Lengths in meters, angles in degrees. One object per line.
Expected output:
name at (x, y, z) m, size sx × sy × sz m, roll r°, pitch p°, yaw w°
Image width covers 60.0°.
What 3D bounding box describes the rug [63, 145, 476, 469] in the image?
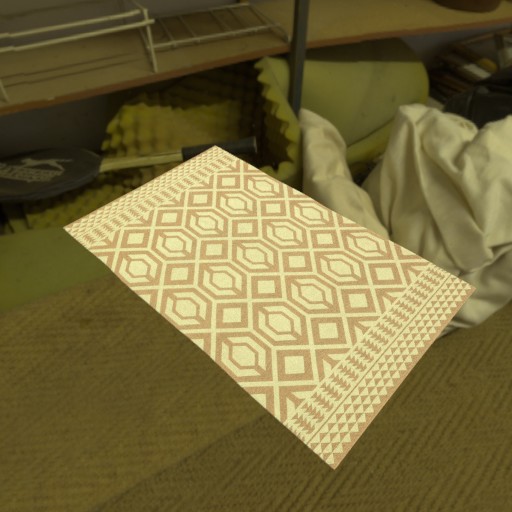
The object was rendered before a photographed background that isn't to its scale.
rug at (0.000, 0.000, 3.028) m, size 2.435 × 0.011 × 1.526 m, roll 34°, pitch 55°, yaw 29°
